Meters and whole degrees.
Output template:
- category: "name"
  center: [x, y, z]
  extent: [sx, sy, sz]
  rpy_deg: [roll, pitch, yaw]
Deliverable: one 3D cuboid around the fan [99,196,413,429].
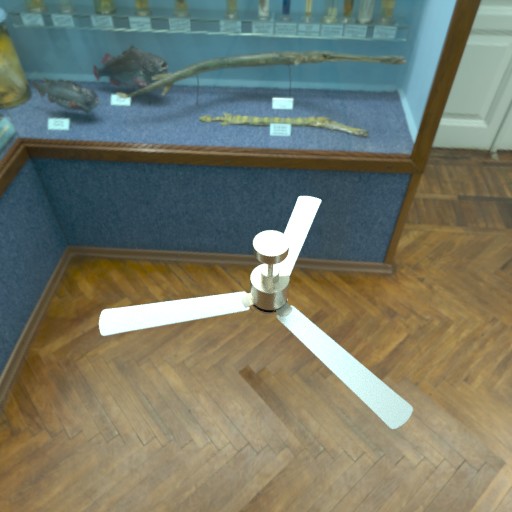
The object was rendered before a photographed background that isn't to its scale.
- category: "fan"
  center: [0.000, 0.000, 2.336]
  extent: [1.561, 0.446, 1.531]
  rpy_deg: [5, 47, 4]
